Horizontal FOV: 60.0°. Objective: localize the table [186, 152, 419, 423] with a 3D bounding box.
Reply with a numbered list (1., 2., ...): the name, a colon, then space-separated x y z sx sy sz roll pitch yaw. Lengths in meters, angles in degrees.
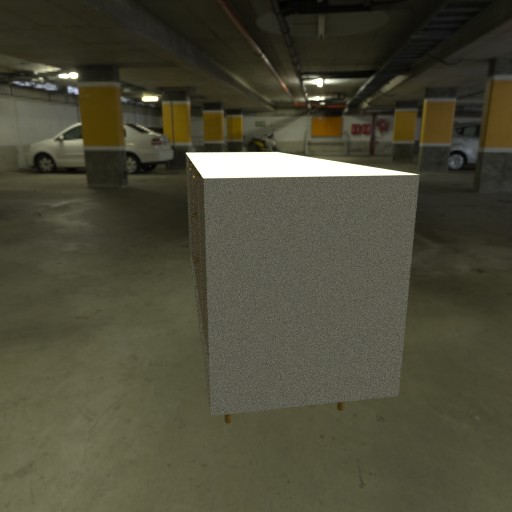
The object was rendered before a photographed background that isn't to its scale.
1. table: 0.000 0.000 1.805 0.508 0.769 1.500 -3 15 -10
